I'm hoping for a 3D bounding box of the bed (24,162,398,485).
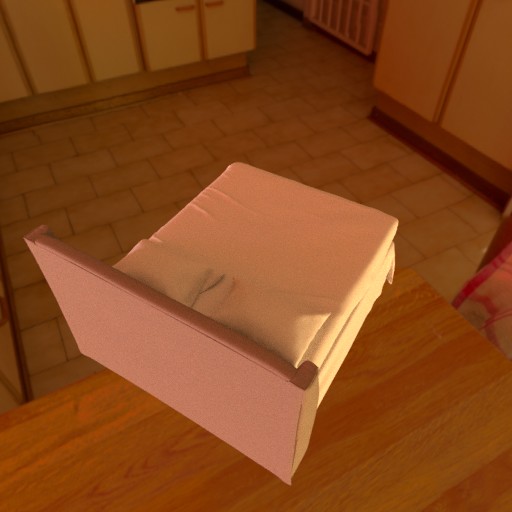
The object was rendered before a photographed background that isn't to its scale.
[{"bbox_3d":[0.000,0.000,3.428,1.925,1.332,2.276,24,51,21],"label":"bed"}]
